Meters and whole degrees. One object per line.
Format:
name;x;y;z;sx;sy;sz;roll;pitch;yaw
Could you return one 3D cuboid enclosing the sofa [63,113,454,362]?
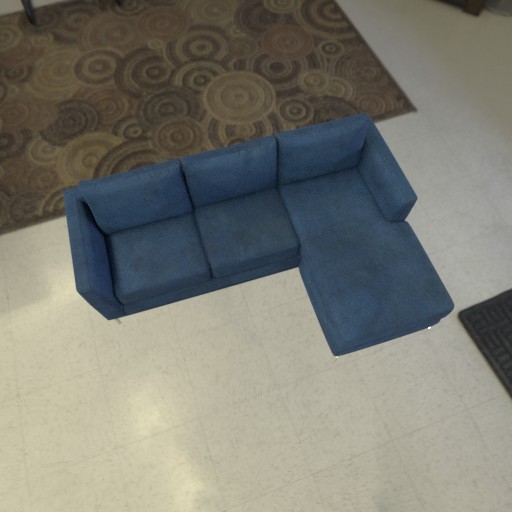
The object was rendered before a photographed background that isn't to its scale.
sofa;0.000;0.000;3.246;2.438;0.987;1.622;-16;63;-8
